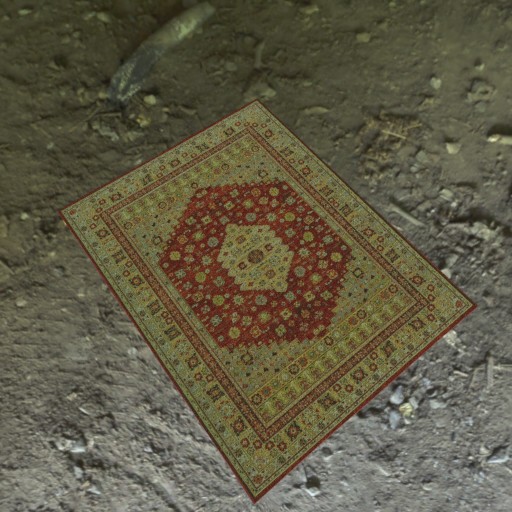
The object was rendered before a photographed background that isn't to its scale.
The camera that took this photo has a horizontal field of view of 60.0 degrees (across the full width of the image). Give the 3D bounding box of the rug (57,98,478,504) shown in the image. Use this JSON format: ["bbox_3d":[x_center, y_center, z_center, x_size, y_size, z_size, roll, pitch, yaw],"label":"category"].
[{"bbox_3d":[0.000,0.000,3.955,2.387,0.013,3.053,-34,68,-16],"label":"rug"}]
